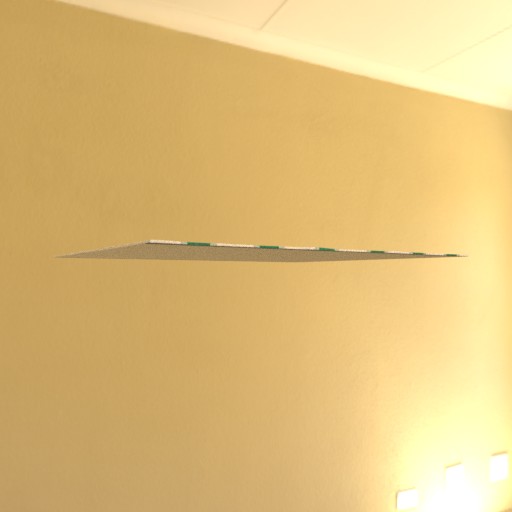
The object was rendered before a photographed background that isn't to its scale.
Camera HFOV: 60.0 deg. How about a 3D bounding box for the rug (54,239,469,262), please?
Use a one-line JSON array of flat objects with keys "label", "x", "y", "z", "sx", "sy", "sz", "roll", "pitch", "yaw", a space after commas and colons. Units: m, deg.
[{"label": "rug", "x": 0.000, "y": 0.000, "z": 4.138, "sx": 3.041, "sy": 0.019, "sz": 2.434, "roll": 2, "pitch": -3, "yaw": -35}]
